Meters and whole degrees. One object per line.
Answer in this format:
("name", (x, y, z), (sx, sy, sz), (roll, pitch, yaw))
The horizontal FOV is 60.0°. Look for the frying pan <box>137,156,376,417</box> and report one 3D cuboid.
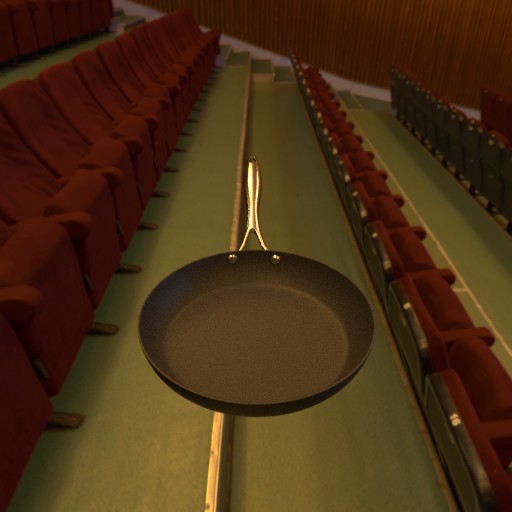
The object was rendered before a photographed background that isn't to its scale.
("frying pan", (0.000, 0.000, 0.577), (0.255, 0.105, 0.472), (0, 32, 0))
